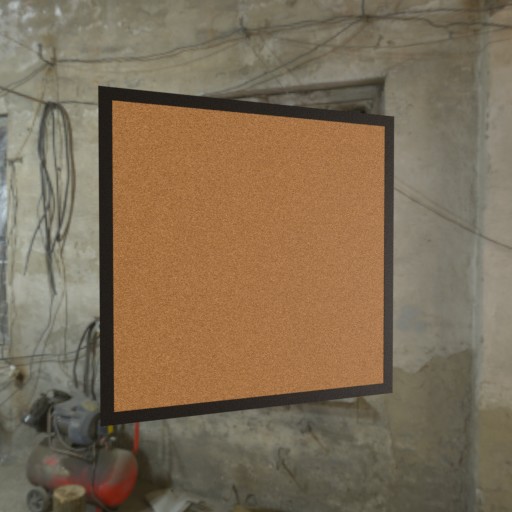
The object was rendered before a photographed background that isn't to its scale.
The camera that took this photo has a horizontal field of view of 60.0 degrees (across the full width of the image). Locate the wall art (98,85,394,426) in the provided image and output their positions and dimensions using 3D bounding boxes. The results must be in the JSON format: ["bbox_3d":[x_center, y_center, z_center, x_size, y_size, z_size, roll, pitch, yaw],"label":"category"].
[{"bbox_3d":[0.000,0.000,0.458,0.305,0.304,0.038,0,1,-18],"label":"wall art"}]
